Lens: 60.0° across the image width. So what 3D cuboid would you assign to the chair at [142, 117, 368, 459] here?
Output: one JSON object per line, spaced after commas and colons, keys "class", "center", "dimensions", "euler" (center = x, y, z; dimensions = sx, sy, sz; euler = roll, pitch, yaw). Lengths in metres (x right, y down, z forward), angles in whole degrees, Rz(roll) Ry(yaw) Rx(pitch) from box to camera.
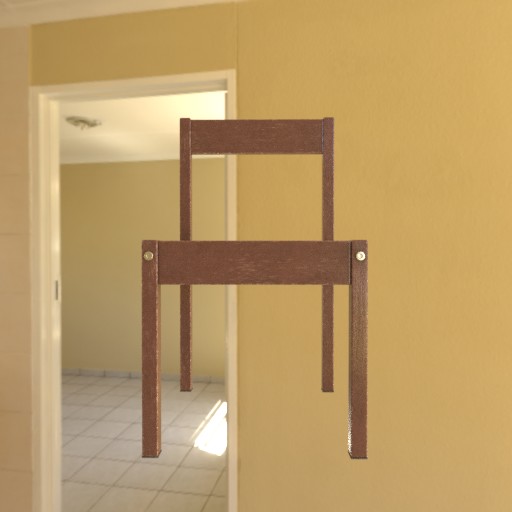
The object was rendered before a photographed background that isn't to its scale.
{"class": "chair", "center": [0.000, 0.000, 0.693], "dimensions": [0.285, 0.505, 0.285], "euler": [0, 1, 1]}
